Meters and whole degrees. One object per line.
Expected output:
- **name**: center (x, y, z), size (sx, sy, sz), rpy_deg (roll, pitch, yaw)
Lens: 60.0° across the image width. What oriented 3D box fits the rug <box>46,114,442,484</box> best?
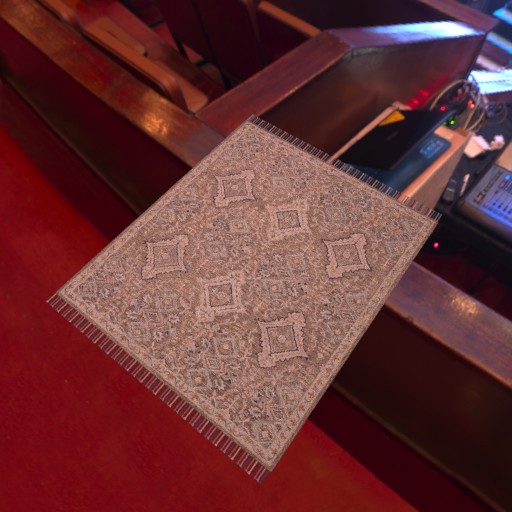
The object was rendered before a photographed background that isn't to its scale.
- **rug**: center (0.000, 0.000, 4.241), size (2.437, 0.010, 3.056), rpy_deg (33, 64, 18)
